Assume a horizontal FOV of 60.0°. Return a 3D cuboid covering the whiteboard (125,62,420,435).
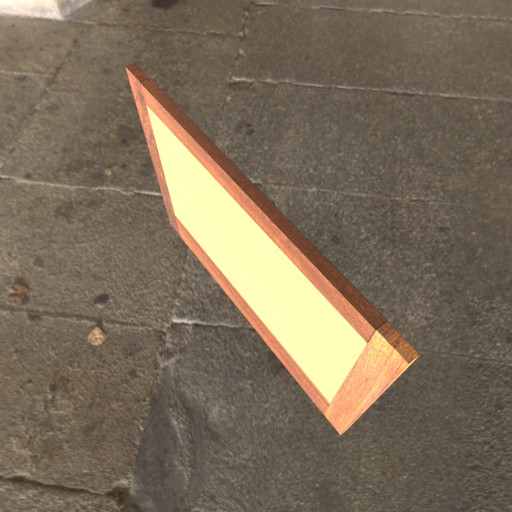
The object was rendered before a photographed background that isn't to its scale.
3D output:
[{"bbox_3d":[0.000,0.000,1.004,0.083,0.559,0.783,-33,64,-18],"label":"whiteboard"}]
